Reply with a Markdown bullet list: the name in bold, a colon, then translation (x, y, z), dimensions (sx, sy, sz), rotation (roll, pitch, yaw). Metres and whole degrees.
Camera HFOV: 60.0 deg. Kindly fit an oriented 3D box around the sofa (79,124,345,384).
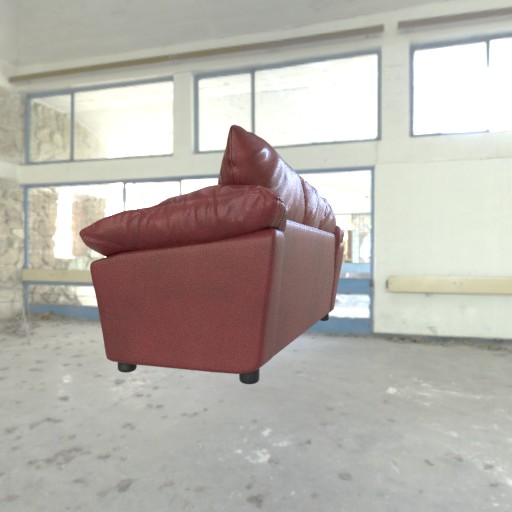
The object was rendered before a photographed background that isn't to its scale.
- **sofa**: translation (0.000, 0.000, 2.886), dimensions (0.907, 1.091, 2.390), rotation (0, 0, 18)
